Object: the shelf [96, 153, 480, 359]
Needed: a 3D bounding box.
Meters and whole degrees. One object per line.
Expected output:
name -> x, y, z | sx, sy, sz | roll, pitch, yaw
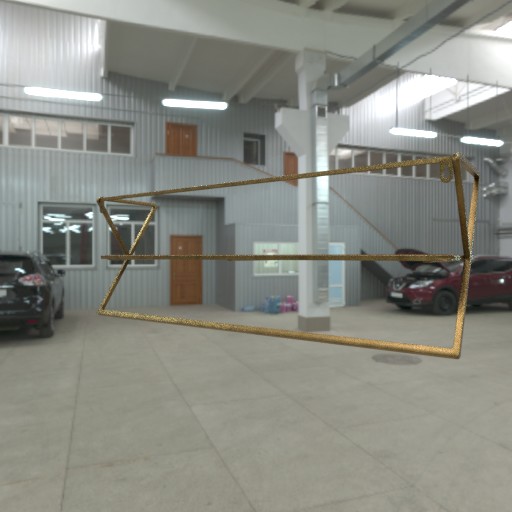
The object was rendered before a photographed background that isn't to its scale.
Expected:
shelf -> 0.000, 0.000, 0.730 | 0.645, 0.229, 0.150 | 0, 0, 35
